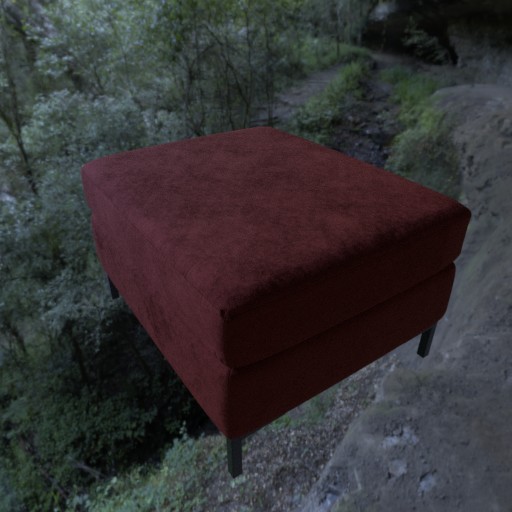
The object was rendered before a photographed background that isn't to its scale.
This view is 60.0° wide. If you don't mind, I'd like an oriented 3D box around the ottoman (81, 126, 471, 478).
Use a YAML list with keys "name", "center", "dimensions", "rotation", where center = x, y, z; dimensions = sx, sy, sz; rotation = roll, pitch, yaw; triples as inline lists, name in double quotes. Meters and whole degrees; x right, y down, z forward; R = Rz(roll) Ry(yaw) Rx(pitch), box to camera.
- name: "ottoman"
  center: [0.000, 0.000, 1.169]
  dimensions: [0.650, 0.462, 0.782]
  rotation: [-20, 37, -29]
